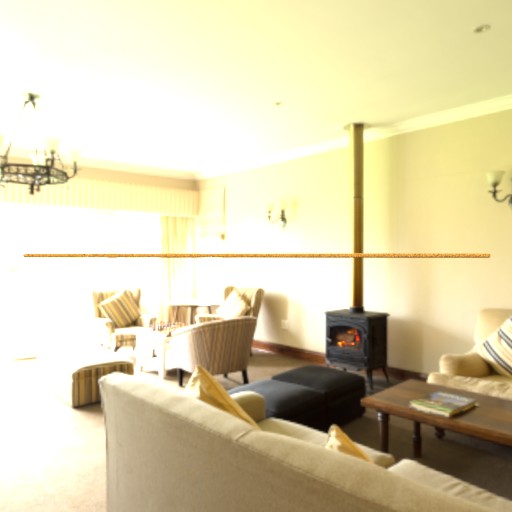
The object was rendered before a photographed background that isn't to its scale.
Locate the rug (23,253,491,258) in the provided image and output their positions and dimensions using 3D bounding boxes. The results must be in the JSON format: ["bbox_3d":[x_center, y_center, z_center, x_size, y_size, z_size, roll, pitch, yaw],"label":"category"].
[{"bbox_3d":[0.000,0.000,4.073,3.047,0.029,2.438,0,0,-1],"label":"rug"}]
